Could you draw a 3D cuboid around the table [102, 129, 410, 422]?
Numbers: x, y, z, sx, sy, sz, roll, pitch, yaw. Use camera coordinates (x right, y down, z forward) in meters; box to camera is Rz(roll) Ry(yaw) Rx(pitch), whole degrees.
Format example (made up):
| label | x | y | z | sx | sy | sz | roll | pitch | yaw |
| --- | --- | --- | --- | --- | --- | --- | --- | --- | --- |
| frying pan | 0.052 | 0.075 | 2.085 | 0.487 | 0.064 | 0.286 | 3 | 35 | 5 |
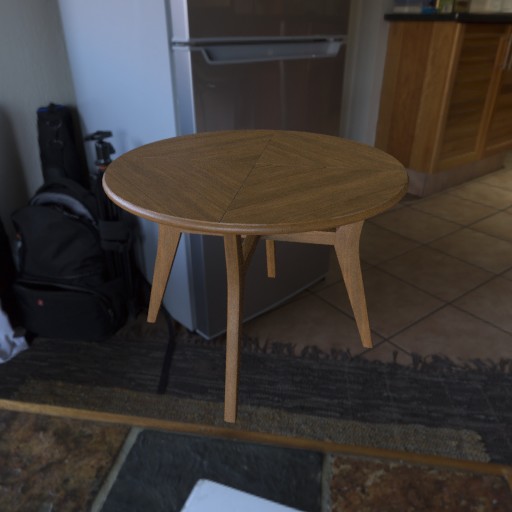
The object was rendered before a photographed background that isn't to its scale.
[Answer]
| label | x | y | z | sx | sy | sz | roll | pitch | yaw |
| --- | --- | --- | --- | --- | --- | --- | --- | --- | --- |
| table | 0.000 | 0.000 | 1.766 | 1.055 | 0.757 | 1.055 | 0 | 29 | 0 |
